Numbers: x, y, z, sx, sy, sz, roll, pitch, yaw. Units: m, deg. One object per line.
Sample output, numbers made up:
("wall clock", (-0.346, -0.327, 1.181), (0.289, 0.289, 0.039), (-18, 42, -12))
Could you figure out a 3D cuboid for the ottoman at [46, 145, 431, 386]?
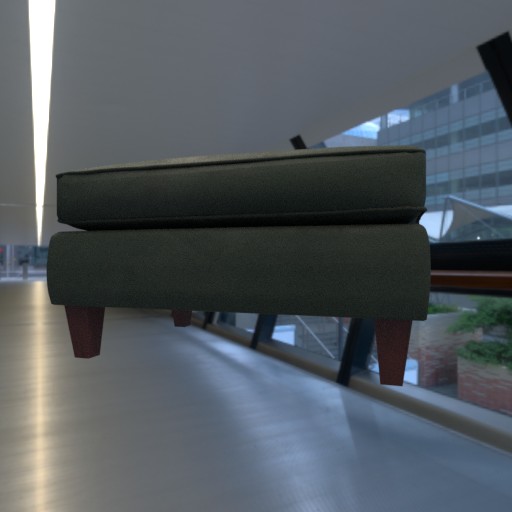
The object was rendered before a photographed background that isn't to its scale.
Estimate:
("ottoman", (0.000, 0.000, 1.218), (0.864, 0.495, 0.632), (0, 0, 18))
